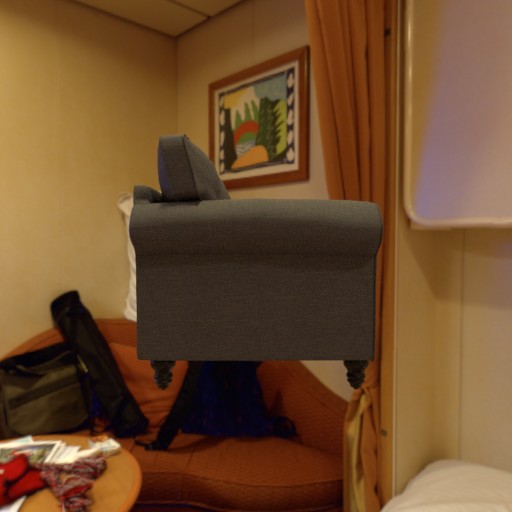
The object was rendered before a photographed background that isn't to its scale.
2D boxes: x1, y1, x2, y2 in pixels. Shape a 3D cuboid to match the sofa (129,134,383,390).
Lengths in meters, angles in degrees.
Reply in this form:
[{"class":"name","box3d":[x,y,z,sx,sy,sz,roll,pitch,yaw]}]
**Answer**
[{"class":"sofa","box3d":[0.000,0.000,2.580,0.909,0.966,2.084,0,2,0]}]
